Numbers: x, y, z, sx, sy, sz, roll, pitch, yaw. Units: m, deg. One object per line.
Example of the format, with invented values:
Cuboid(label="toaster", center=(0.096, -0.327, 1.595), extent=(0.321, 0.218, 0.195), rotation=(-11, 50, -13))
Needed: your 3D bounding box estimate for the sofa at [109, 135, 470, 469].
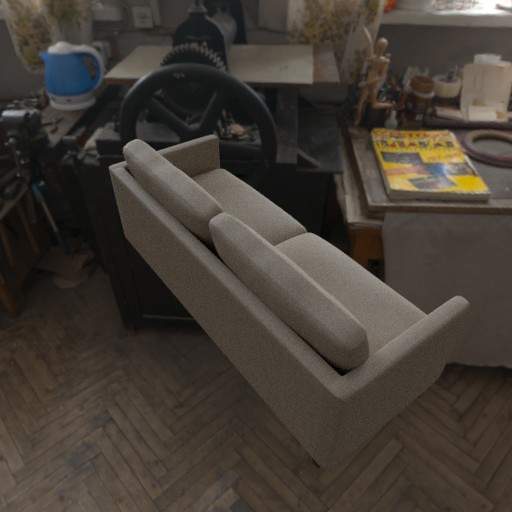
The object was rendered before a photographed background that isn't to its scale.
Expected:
Cuboid(label="sofa", center=(0.000, 0.000, 2.906), extent=(0.951, 0.965, 2.434), rotation=(-26, 47, -27))
